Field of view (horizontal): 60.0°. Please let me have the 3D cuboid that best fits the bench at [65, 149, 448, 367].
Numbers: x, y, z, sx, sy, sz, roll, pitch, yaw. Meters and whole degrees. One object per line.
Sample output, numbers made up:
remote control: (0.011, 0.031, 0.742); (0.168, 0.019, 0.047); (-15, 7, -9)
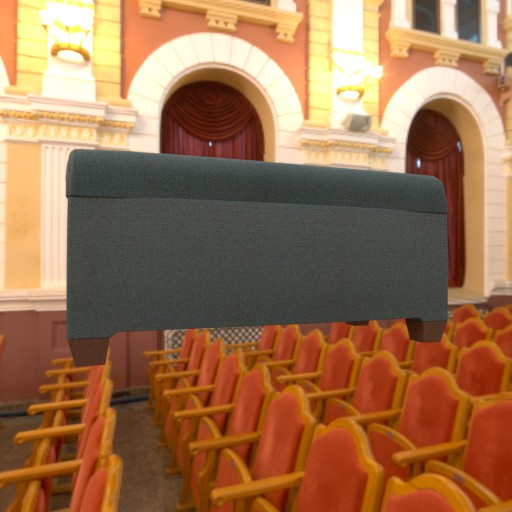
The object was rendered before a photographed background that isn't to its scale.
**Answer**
bench: (0.000, 0.000, 1.265); (0.995, 0.474, 0.476); (0, -1, -19)
